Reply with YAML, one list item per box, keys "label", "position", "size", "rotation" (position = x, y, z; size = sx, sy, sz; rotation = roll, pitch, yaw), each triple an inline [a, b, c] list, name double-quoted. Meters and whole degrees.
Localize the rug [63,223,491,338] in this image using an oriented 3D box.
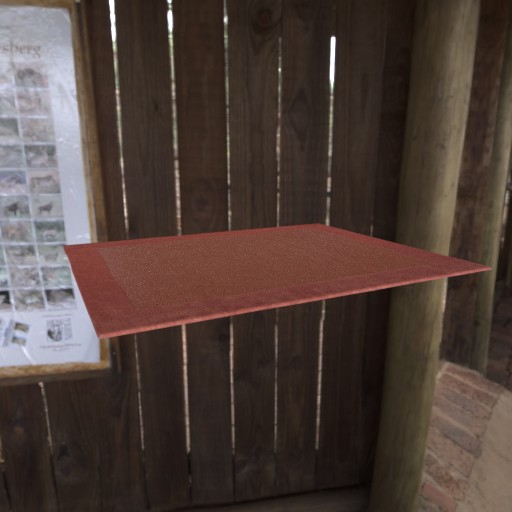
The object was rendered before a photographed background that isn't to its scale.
- label: "rug"
  position: [0.000, 0.000, 3.898]
  size: [2.976, 0.018, 2.430]
  rotation: [-7, 15, -26]
